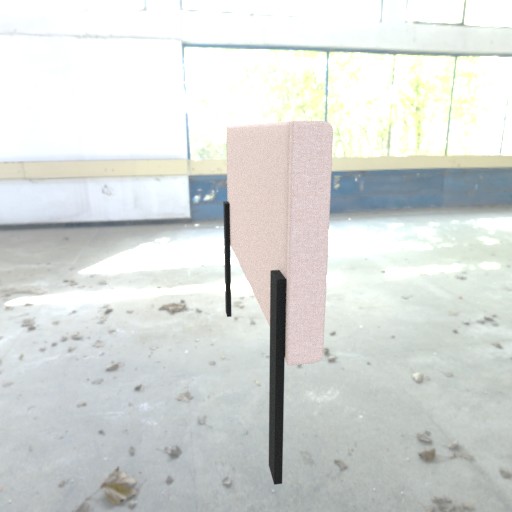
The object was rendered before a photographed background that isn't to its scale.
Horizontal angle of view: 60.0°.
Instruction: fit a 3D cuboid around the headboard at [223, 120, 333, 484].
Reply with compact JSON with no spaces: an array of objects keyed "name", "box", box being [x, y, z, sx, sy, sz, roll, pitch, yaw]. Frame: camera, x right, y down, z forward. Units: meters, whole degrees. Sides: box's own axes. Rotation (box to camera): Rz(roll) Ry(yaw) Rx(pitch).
[{"name":"headboard","box":[0.000,0.000,2.675,0.184,1.524,2.051,-3,16,-10]}]
